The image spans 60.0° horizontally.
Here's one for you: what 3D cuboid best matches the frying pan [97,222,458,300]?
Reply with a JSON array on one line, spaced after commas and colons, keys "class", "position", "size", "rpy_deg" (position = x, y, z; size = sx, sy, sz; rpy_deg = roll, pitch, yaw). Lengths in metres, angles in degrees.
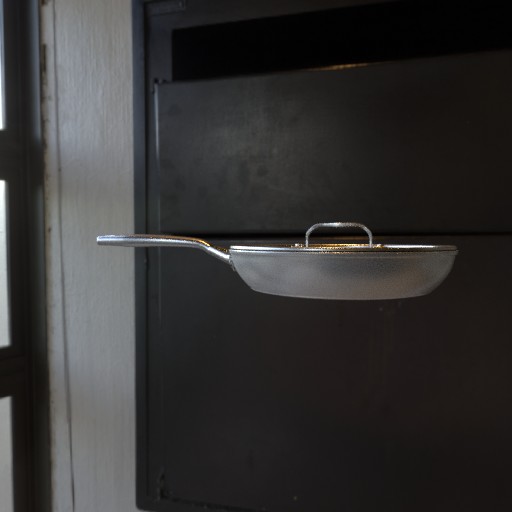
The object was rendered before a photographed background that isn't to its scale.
[{"class": "frying pan", "position": [0.000, 0.000, 0.589], "size": [0.490, 0.086, 0.272], "rpy_deg": [1, 2, 19]}]
